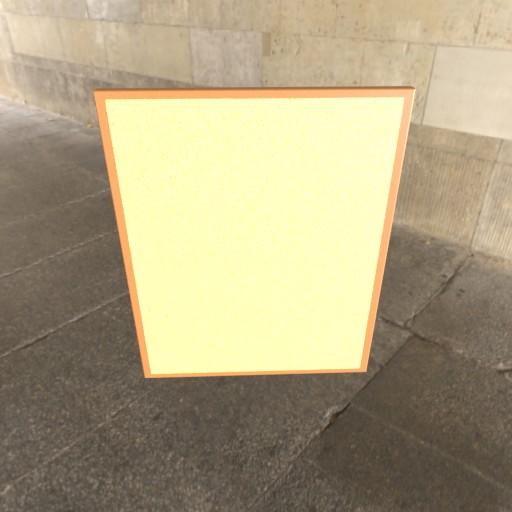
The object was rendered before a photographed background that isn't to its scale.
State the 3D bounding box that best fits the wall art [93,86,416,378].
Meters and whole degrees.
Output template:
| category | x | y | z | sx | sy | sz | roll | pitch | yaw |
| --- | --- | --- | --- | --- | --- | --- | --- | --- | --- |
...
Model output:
| category | x | y | z | sx | sy | sz | roll | pitch | yaw |
| --- | --- | --- | --- | --- | --- | --- | --- | --- | --- |
| wall art | 0.000 | 0.000 | 0.764 | 0.449 | 0.550 | 0.021 | -1 | 31 | -2 |
